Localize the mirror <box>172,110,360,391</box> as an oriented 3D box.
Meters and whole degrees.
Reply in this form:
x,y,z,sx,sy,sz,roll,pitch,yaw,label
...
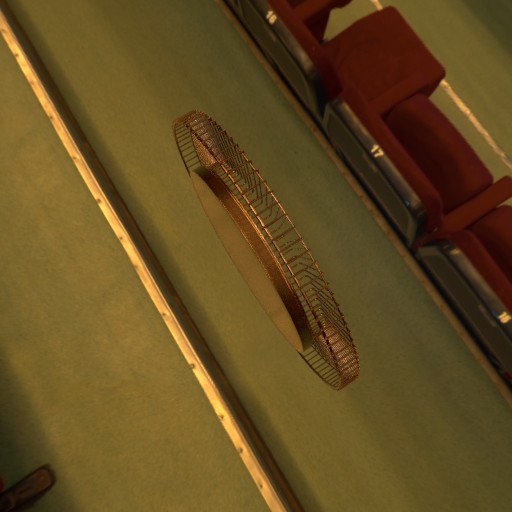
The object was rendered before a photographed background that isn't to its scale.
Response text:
x,y,z,sx,sy,sz,roll,pitch,yaw,label
0.000,0.000,1.046,0.067,0.703,0.703,-32,77,-8,mirror
